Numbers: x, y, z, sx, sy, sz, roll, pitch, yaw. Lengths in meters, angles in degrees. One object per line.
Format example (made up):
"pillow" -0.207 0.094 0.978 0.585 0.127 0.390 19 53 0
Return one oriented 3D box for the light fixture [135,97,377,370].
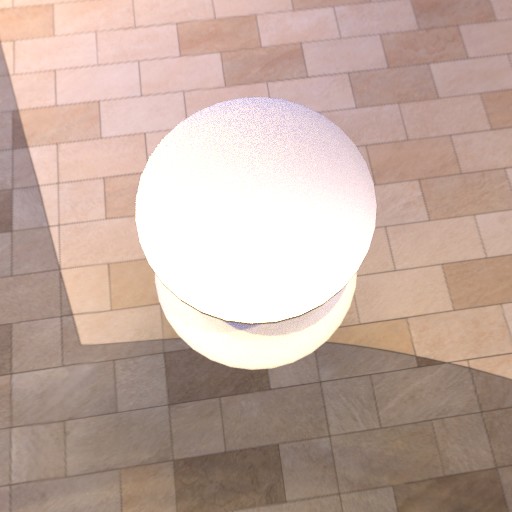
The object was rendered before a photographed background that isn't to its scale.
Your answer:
"light fixture" 0.000 0.000 0.401 0.199 0.254 0.199 0 74 0
